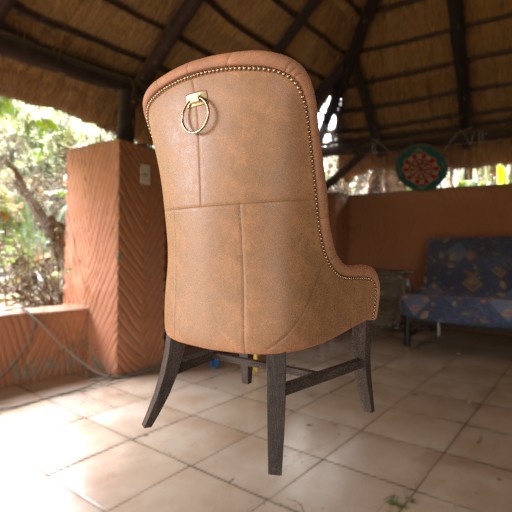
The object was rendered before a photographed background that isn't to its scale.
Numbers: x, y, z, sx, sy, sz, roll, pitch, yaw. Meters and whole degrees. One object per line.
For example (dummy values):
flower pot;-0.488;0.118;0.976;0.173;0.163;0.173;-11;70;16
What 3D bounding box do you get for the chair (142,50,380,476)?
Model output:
chair;0.000;0.000;1.469;0.634;1.091;0.629;1;1;37
